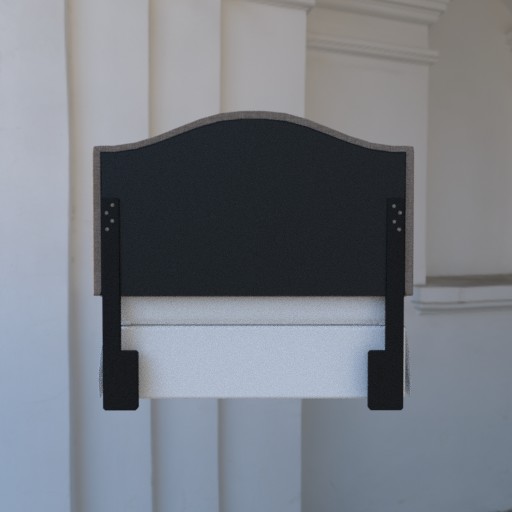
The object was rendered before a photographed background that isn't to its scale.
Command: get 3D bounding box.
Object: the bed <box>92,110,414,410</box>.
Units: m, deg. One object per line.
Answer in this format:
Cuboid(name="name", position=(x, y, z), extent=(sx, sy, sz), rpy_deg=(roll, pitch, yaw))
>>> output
Cuboid(name="bed", position=(0.000, 0.000, 3.297), extent=(1.713, 1.518, 2.153), rpy_deg=(0, 1, 0))
